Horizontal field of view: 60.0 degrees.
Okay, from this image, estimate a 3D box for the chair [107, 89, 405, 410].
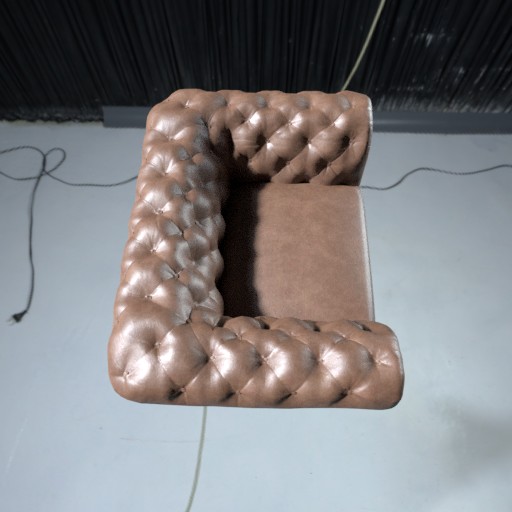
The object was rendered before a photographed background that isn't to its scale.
[{"bbox_3d":[0.000,0.000,1.890,0.954,0.784,1.298,1,63,1],"label":"chair"}]
